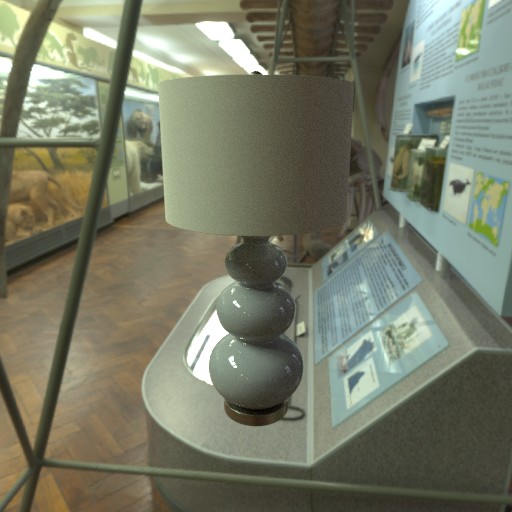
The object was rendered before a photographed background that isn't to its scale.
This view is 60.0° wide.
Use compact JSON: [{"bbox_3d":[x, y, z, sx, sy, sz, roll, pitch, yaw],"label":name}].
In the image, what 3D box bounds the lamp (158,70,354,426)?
[{"bbox_3d":[0.000,0.000,0.939,0.367,0.730,0.367,2,16,7],"label":"lamp"}]
